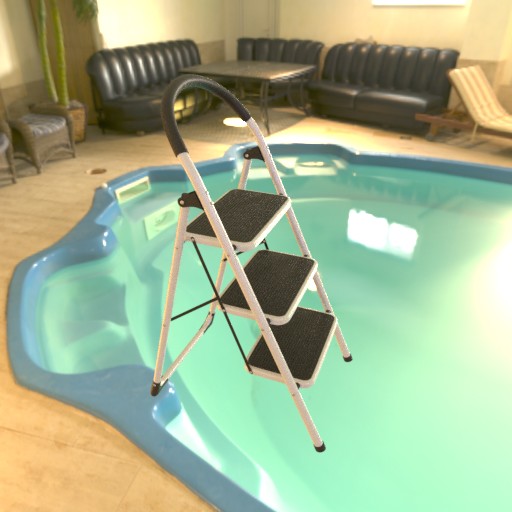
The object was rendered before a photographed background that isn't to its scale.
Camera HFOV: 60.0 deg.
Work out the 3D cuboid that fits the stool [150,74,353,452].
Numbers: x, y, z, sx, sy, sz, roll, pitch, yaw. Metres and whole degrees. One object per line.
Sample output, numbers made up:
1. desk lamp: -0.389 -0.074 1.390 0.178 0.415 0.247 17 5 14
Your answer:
1. stool: 0.000 0.000 1.482 0.676 1.109 0.485 11 32 19
